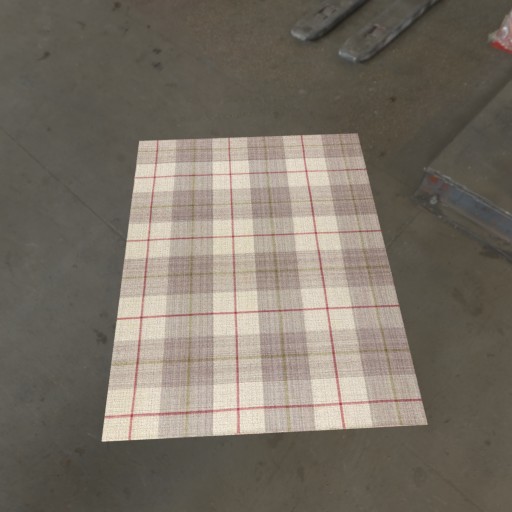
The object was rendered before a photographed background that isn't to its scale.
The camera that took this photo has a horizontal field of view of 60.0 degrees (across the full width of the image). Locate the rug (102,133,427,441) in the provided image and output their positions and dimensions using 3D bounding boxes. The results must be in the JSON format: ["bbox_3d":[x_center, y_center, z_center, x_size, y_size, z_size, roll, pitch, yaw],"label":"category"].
[{"bbox_3d":[0.000,0.000,3.929,2.317,0.016,2.959,-2,58,-1],"label":"rug"}]
